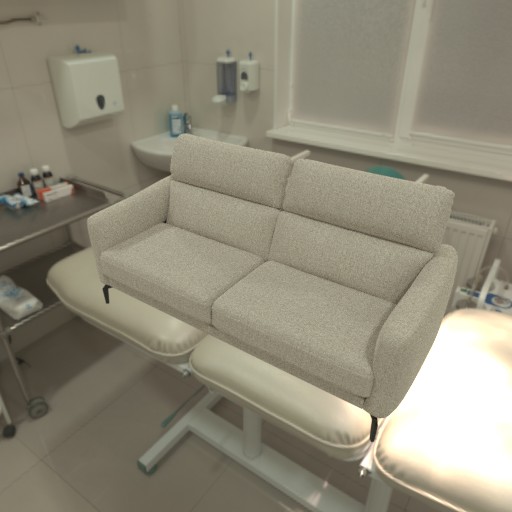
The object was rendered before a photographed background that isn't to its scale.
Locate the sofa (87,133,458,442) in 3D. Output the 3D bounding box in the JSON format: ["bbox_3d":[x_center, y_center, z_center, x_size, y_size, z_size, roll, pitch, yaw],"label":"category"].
[{"bbox_3d":[0.000,0.000,2.509,2.015,0.956,0.856,19,36,29],"label":"sofa"}]
